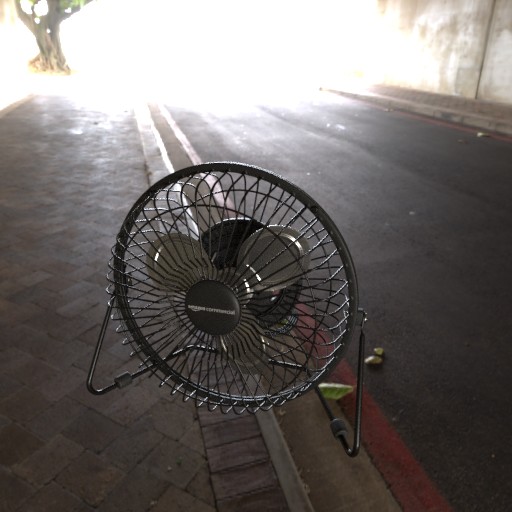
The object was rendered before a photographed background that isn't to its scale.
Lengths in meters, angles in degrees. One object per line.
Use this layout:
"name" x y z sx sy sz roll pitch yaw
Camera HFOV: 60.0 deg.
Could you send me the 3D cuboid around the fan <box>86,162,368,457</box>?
"fan" 0.000 0.000 0.380 0.209 0.188 0.227 7 26 15
